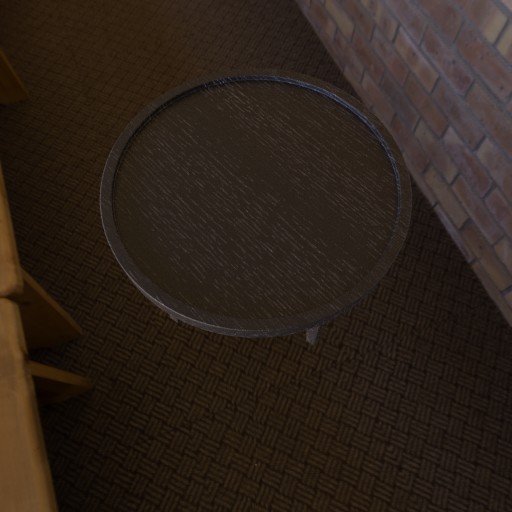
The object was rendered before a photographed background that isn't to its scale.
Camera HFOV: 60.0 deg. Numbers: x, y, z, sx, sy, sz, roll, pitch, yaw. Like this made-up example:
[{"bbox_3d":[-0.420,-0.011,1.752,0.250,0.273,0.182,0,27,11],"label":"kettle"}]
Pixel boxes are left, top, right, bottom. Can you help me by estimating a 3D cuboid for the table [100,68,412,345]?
[{"bbox_3d":[0.000,0.000,0.780,0.399,0.460,0.399,0,65,0],"label":"table"}]
